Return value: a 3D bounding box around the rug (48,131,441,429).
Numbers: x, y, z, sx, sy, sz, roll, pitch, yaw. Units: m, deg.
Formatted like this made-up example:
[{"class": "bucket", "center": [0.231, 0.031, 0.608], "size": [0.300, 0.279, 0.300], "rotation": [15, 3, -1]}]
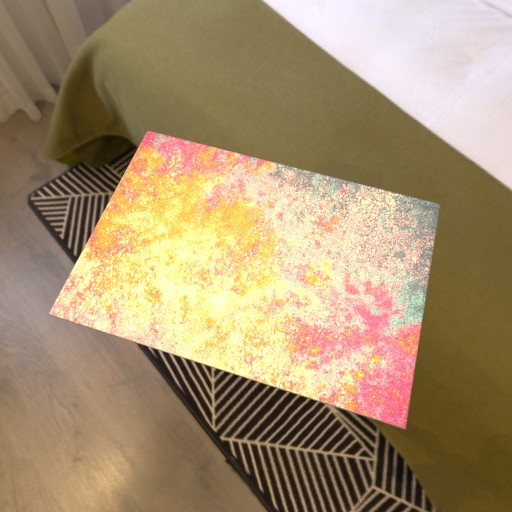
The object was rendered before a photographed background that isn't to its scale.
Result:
[{"class": "rug", "center": [0.000, 0.000, 3.799], "size": [2.896, 0.013, 2.007], "rotation": [16, 65, 8]}]
